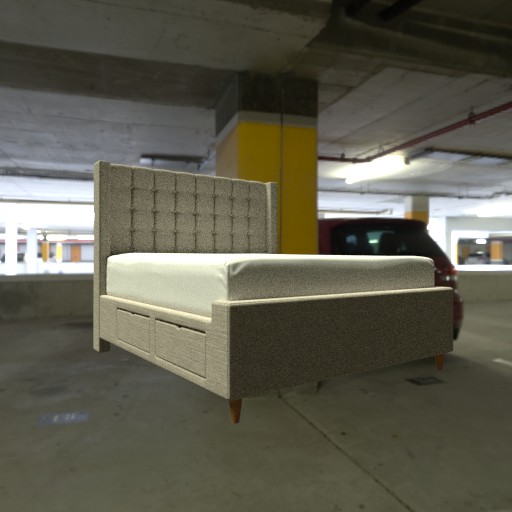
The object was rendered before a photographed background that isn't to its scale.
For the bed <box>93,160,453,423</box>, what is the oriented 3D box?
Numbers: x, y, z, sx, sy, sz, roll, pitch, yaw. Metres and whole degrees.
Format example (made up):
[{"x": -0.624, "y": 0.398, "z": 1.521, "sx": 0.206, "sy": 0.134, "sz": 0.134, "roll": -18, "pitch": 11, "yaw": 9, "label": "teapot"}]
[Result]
[{"x": 0.000, "y": 0.000, "z": 3.771, "sx": 2.044, "sy": 1.748, "sz": 2.372, "roll": 0, "pitch": 0, "yaw": -36, "label": "bed"}]
